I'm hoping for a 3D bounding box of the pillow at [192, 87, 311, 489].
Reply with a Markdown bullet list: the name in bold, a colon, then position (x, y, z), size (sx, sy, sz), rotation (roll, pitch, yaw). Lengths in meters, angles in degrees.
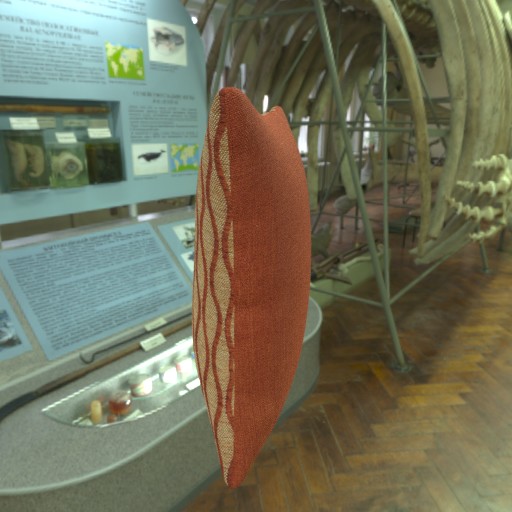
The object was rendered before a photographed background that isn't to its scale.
- **pillow**: position (0.000, 0.000, 0.646), size (0.159, 0.434, 0.429), rotation (2, 17, 7)
